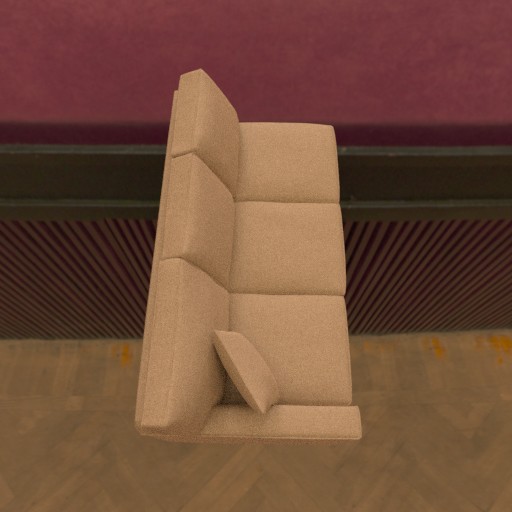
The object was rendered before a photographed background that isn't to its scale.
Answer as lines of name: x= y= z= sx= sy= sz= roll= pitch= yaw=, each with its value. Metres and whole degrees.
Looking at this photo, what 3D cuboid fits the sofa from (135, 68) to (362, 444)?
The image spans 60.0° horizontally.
sofa: x=0.000 y=0.000 z=2.544 sx=1.034 sy=0.946 sz=1.962 roll=1 pitch=65 yaw=0
